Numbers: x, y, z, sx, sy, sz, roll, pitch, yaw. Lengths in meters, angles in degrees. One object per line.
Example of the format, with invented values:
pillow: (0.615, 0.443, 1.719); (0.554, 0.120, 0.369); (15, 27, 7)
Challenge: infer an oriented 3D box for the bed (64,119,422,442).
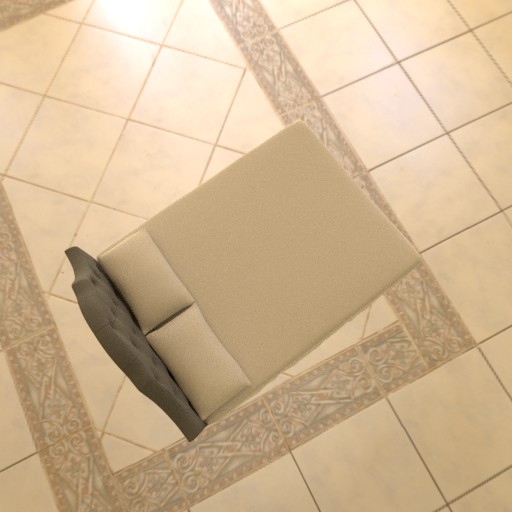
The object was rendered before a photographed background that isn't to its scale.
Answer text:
bed: (0.000, 0.000, 3.280); (2.155, 1.575, 1.636); (-36, 78, -9)
